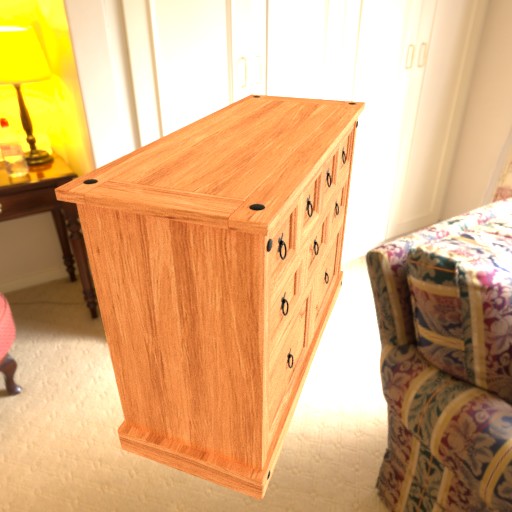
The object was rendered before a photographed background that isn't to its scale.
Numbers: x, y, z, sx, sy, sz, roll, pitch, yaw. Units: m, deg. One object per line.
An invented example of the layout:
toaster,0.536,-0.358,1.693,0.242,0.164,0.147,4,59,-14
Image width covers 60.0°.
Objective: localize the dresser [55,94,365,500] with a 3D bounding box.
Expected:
dresser,0.000,0.000,1.325,0.410,0.740,0.990,11,32,18
